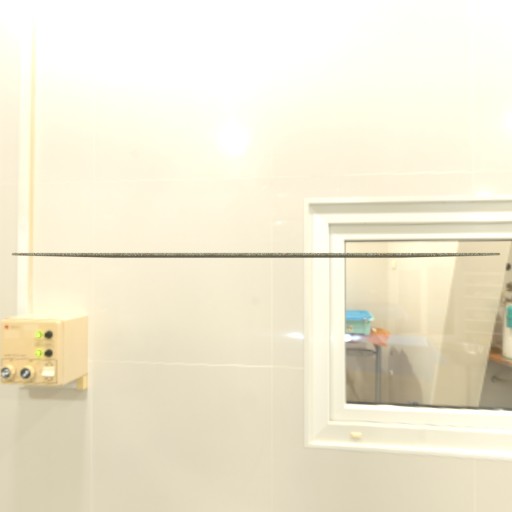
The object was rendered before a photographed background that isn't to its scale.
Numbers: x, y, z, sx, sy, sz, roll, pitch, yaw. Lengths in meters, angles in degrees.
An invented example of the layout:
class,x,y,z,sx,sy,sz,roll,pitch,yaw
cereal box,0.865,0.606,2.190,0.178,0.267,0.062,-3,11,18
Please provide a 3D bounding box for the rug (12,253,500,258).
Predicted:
class,x,y,z,sx,sy,sz,roll,pitch,yaw
rug,0.000,0.000,2.983,2.448,0.012,1.540,0,-1,0
